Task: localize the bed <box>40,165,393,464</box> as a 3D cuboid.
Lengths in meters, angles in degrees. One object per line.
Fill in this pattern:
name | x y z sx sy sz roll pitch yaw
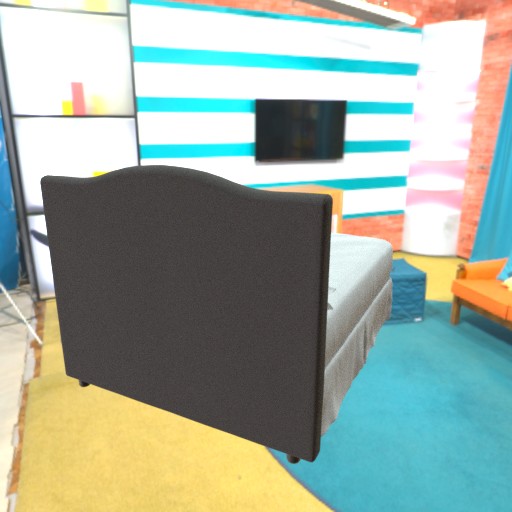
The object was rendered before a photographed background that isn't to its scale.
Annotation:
bed | 0.000 0.000 3.098 1.666 1.387 2.036 8 18 26
